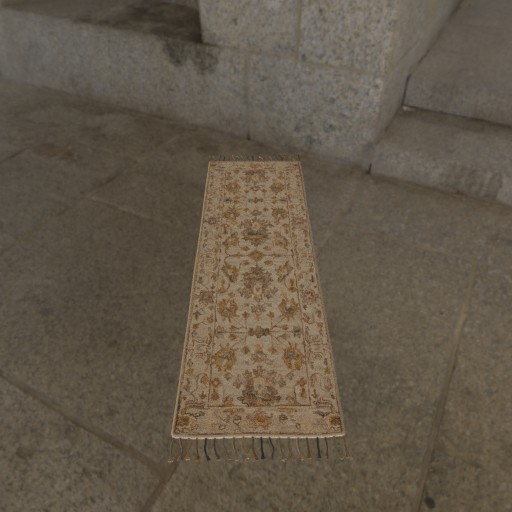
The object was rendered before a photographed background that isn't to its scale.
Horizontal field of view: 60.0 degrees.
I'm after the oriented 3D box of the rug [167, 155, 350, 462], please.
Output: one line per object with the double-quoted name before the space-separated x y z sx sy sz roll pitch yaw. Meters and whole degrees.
"rug" 0.000 0.000 2.657 0.729 0.021 2.438 0 42 0
